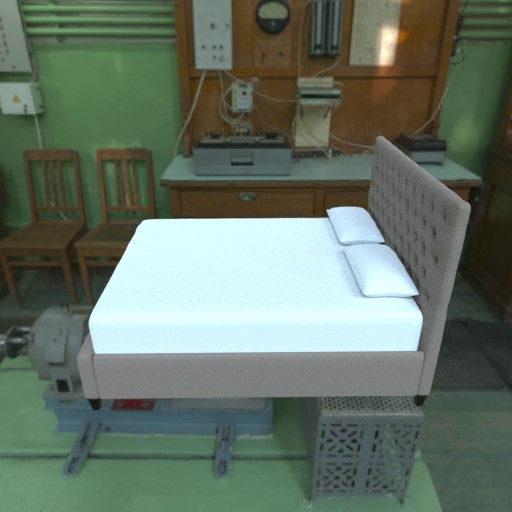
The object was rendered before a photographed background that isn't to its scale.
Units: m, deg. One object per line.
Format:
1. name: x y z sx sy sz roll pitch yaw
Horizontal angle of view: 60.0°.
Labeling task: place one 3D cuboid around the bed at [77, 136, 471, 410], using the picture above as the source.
1. bed: 0.000 0.000 3.324 2.233 1.426 1.696 0 27 -1
